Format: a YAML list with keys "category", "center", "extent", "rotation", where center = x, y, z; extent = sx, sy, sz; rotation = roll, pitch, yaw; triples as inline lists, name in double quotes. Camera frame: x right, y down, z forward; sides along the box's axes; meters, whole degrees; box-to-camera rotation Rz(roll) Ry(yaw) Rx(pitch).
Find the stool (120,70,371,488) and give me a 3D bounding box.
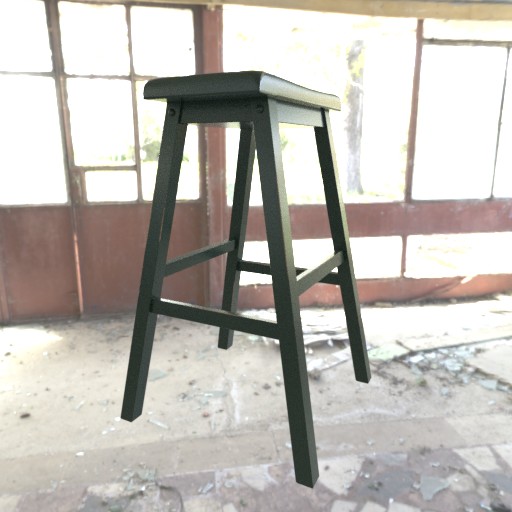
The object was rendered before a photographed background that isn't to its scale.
- category: "stool"
  center: [0.000, 0.000, 1.037]
  extent: [0.476, 0.737, 0.457]
  rotation: [7, 16, 27]
